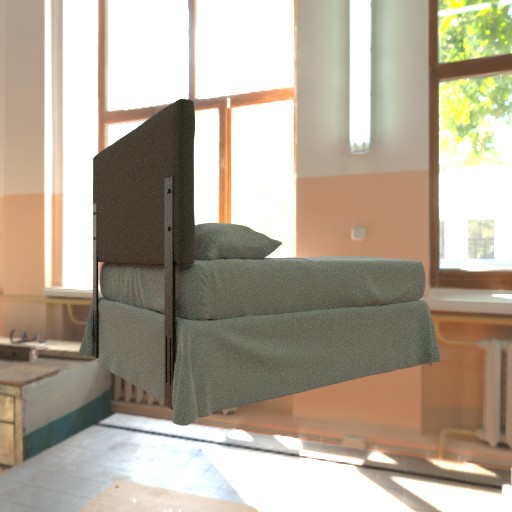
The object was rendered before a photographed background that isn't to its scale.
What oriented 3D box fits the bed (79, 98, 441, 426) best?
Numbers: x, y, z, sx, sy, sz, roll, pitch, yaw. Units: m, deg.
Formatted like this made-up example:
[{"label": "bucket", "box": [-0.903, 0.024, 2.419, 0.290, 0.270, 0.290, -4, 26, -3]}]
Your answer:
[{"label": "bed", "box": [0.000, 0.000, 3.440, 2.222, 1.577, 1.936, 0, 0, -35]}]
